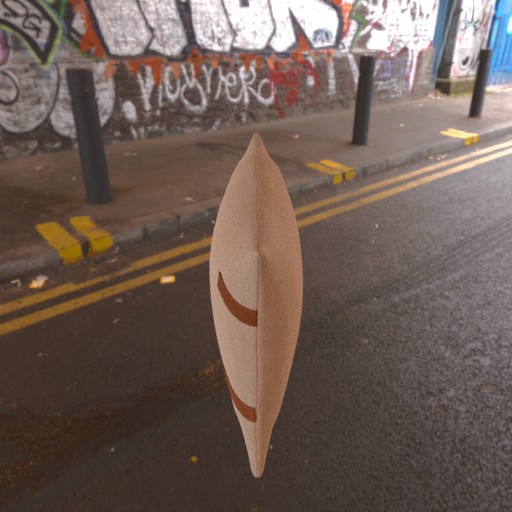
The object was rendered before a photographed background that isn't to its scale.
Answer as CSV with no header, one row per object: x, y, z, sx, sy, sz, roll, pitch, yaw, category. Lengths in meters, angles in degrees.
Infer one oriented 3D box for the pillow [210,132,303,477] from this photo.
0.000,0.000,0.747,0.148,0.308,0.612,0,26,0,pillow
